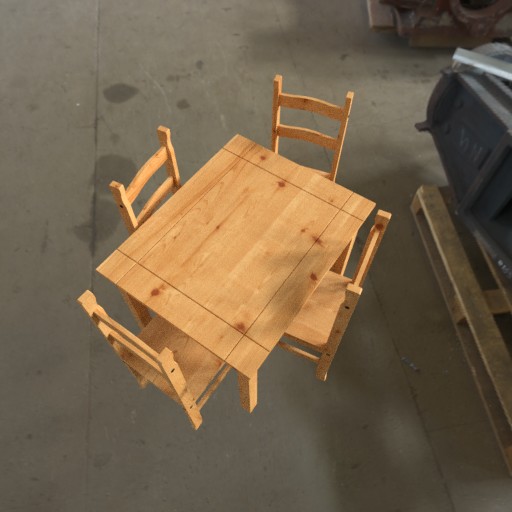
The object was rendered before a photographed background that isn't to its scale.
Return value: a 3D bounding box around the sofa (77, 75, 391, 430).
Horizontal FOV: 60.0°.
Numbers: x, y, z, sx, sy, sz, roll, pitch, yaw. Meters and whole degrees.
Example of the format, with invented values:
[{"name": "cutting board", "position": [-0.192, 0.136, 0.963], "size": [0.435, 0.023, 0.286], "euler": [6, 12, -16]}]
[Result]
[{"name": "sofa", "position": [0.000, 0.000, 2.195], "size": [1.144, 1.000, 1.529], "euler": [31, 63, 18]}]
